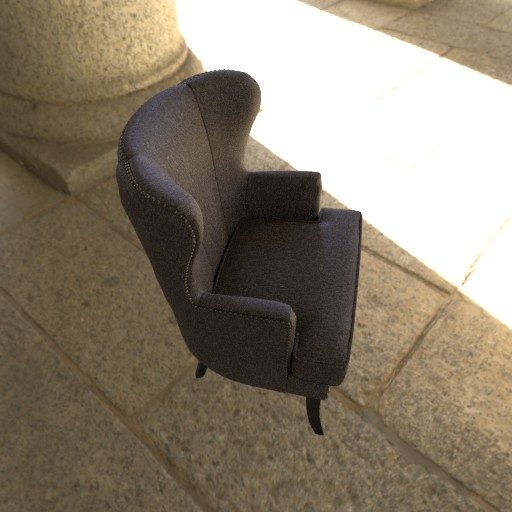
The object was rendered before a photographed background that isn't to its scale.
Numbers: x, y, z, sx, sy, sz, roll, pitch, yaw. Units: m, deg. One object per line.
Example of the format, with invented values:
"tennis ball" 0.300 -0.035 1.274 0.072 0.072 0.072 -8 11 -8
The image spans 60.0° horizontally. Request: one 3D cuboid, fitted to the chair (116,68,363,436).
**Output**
"chair" 0.000 0.000 1.616 0.758 1.060 0.759 9 47 9
